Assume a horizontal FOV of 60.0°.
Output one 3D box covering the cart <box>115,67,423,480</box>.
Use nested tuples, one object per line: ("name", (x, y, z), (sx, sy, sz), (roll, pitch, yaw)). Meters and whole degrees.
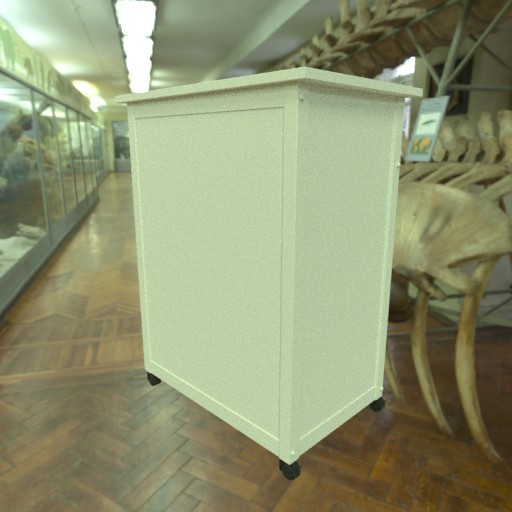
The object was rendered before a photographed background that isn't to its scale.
("cart", (0.000, 0.000, 1.244), (0.442, 0.864, 0.683), (-14, 20, -43))
